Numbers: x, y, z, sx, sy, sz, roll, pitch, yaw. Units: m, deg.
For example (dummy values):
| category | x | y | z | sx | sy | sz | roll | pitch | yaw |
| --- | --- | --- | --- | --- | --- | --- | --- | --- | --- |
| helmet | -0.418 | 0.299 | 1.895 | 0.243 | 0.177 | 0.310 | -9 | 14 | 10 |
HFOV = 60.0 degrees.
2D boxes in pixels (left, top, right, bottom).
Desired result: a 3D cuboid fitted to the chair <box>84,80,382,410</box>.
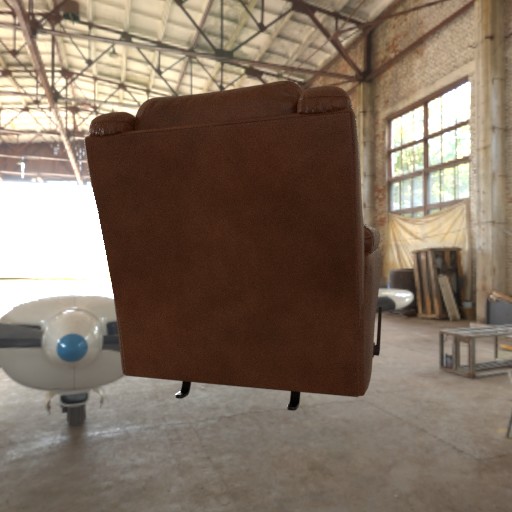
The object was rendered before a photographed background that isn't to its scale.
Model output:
| category | x | y | z | sx | sy | sz | roll | pitch | yaw |
| --- | --- | --- | --- | --- | --- | --- | --- | --- | --- |
| chair | 0.000 | 0.000 | 1.849 | 0.990 | 1.093 | 1.041 | 0 | -1 | 18 |
